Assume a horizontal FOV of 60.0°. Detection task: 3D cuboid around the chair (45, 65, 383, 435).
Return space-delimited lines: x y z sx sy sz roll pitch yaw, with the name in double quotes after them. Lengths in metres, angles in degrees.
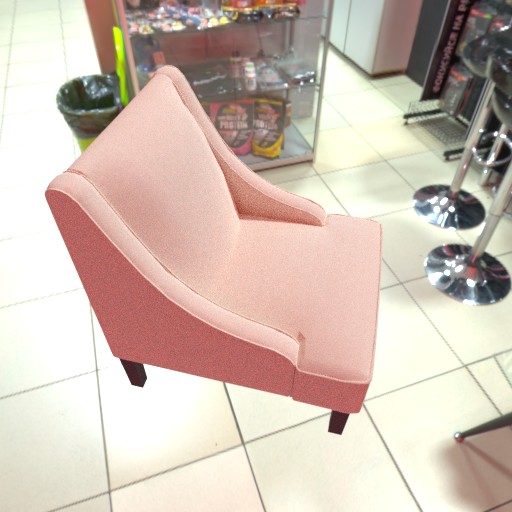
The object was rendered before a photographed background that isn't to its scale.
0.000 0.000 1.423 0.806 0.886 0.689 10 47 10 "chair"
